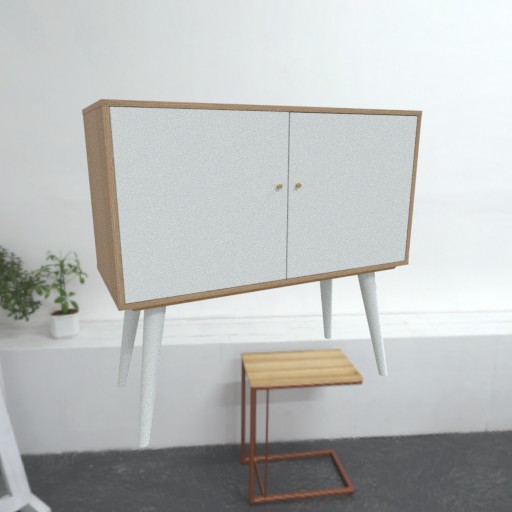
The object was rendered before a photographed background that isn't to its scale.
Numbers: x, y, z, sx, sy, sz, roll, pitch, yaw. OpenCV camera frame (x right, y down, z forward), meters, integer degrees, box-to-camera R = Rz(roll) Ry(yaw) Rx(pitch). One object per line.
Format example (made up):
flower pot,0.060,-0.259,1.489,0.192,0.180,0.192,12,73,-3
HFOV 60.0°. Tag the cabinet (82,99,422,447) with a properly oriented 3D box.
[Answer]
cabinet,0.000,0.000,1.623,1.057,1.016,0.470,-7,16,-25
